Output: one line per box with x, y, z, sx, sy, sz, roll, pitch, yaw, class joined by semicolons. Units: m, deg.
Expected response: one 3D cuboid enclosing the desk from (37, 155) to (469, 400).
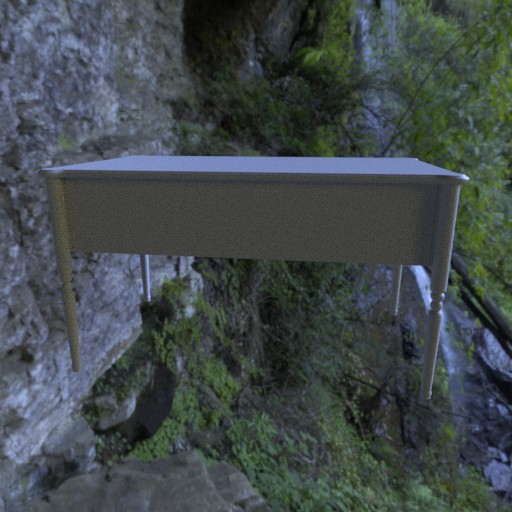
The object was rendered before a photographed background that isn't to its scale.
0.000;0.000;1.844;1.380;0.762;0.807;2;16;8;desk
